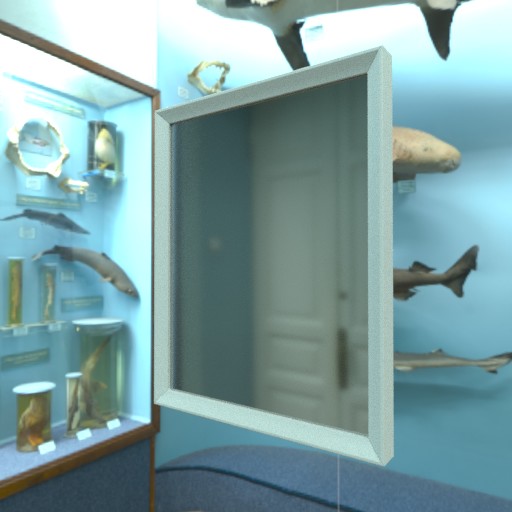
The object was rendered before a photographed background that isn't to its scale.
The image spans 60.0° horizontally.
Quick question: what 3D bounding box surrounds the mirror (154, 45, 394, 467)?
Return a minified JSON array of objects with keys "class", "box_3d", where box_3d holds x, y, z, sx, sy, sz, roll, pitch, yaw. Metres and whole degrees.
[{"class":"mirror","box_3d":[0.000,0.000,0.668,0.406,0.509,0.041,-1,-1,36]}]
